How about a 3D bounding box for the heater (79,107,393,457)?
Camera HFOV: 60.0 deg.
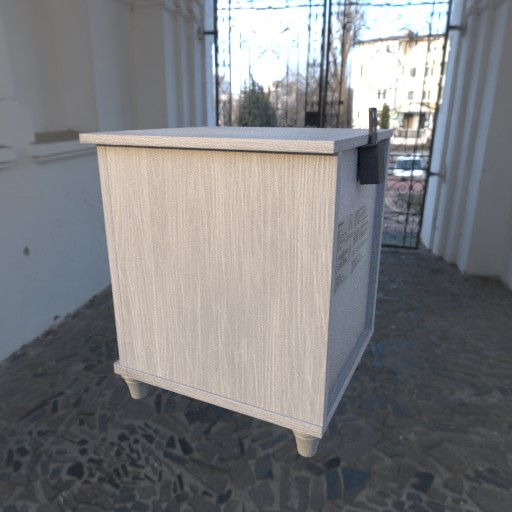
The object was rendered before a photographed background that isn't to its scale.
[{"bbox_3d":[0.000,0.000,0.758,0.400,0.481,0.362,9,20,24],"label":"heater"}]
